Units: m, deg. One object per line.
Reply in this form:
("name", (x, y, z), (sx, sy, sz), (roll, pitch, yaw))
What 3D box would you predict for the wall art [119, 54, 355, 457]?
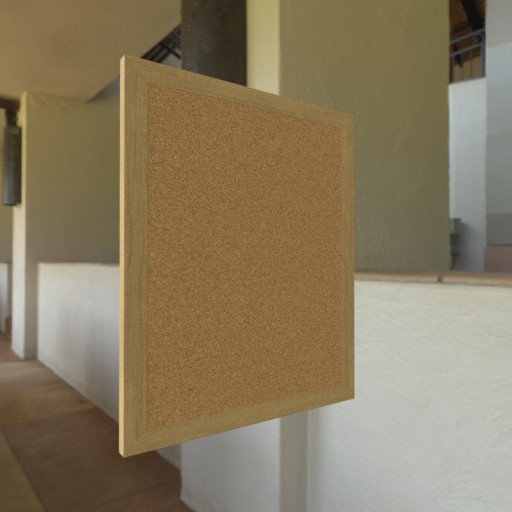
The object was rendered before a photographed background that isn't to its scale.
("wall art", (0.000, 0.000, 0.755), (0.460, 0.561, 0.020), (0, -1, -35))
